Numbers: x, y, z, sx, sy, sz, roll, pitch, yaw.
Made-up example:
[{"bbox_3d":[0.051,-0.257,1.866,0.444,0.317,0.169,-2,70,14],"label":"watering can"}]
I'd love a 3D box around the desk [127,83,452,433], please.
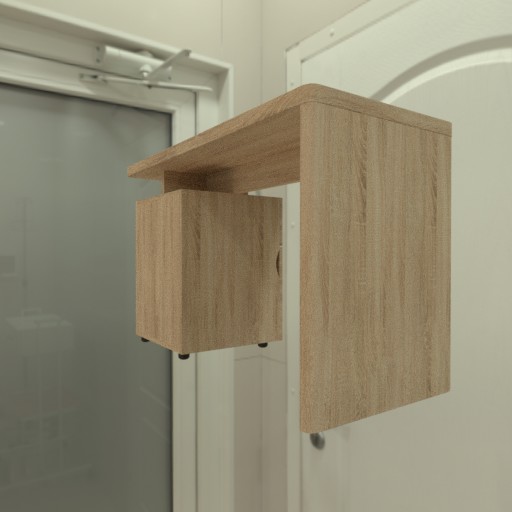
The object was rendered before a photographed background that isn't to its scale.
[{"bbox_3d":[0.000,0.000,1.599,0.550,0.760,1.200,0,1,-35],"label":"desk"}]
